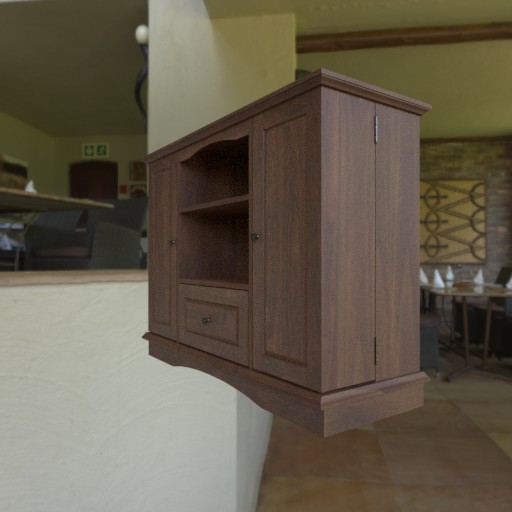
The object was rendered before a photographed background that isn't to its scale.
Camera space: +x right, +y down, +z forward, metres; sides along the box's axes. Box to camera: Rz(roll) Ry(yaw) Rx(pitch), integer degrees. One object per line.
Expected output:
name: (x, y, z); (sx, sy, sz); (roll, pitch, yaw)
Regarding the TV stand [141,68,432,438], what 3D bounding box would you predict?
TV stand: (0.000, 0.000, 1.512); (0.406, 0.813, 1.067); (0, 0, -35)
